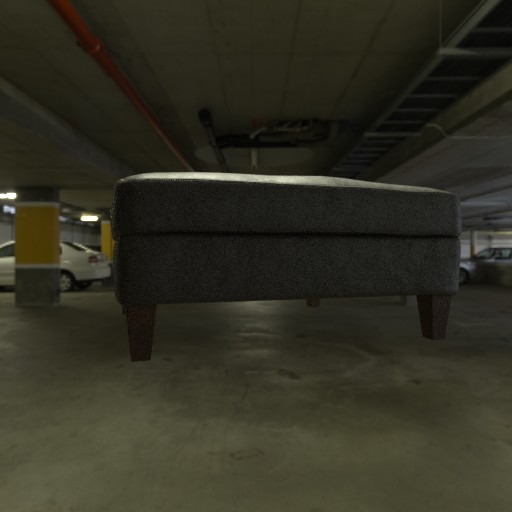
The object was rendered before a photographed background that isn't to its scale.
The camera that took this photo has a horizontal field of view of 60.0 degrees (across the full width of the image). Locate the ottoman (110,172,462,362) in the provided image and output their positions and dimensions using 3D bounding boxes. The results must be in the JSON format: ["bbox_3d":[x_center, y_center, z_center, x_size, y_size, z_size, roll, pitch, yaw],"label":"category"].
[{"bbox_3d":[0.000,0.000,1.350,0.844,0.415,0.836,0,0,-18],"label":"ottoman"}]
